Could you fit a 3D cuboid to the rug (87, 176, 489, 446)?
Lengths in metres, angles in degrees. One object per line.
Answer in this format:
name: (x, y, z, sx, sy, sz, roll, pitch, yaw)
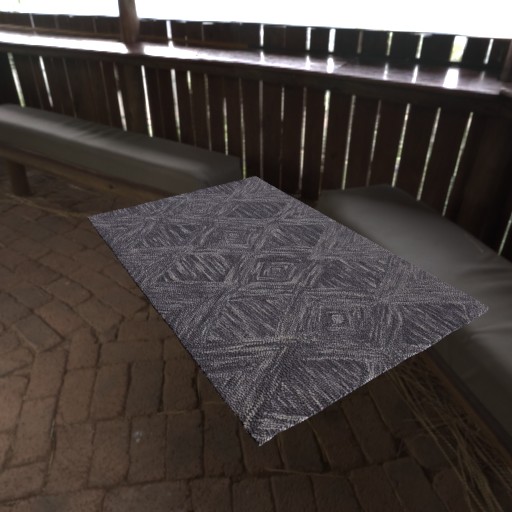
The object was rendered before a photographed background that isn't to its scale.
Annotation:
rug: (0.000, 0.000, 2.234, 1.186, 0.012, 1.814, -19, 36, -28)
